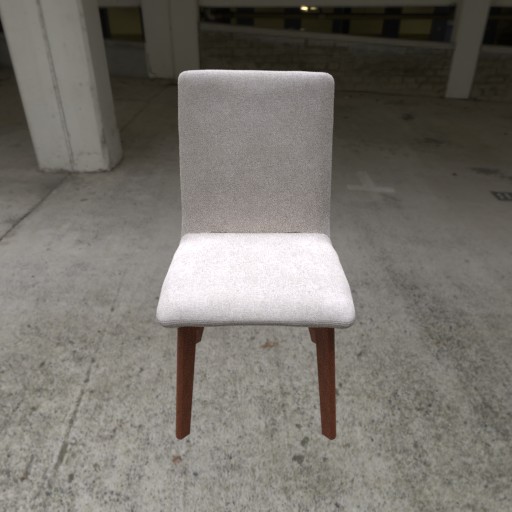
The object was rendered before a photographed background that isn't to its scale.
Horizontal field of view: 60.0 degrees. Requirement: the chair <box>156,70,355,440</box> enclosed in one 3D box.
[{"bbox_3d":[0.000,0.000,1.330,0.522,0.974,0.563,0,30,0],"label":"chair"}]
